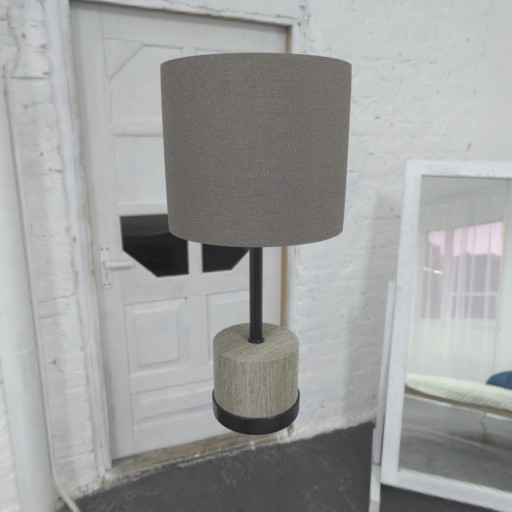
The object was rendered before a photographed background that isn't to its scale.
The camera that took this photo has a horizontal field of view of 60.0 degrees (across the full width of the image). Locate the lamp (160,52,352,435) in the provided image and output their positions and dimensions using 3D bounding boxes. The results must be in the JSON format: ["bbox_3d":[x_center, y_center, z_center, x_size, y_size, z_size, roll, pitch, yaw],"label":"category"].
[{"bbox_3d":[0.000,0.000,0.599,0.229,0.470,0.229,-15,22,-42],"label":"lamp"}]
